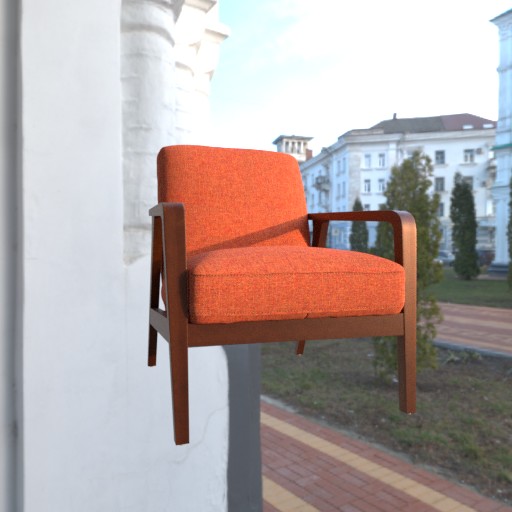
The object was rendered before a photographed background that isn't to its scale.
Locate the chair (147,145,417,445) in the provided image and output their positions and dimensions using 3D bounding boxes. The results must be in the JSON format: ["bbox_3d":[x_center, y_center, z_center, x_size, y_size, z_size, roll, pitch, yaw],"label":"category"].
[{"bbox_3d":[0.000,0.000,1.531,0.719,0.890,0.860,0,0,-18],"label":"chair"}]
